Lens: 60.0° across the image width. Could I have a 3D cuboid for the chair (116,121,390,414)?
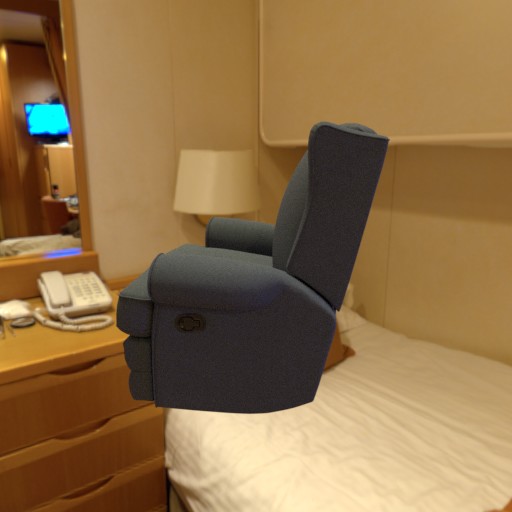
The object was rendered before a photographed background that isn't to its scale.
[{"bbox_3d":[0.000,0.000,1.788,0.877,1.020,0.971,2,13,7],"label":"chair"}]
